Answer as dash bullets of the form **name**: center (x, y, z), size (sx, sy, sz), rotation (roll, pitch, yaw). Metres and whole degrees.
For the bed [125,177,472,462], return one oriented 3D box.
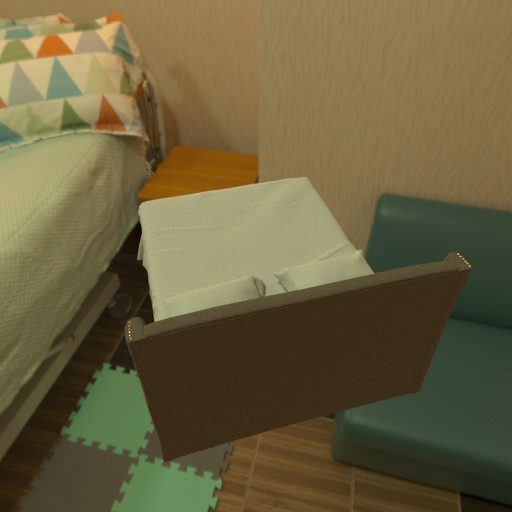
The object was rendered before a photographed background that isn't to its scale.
- **bed**: center (0.000, 0.000, 3.517), size (1.925, 1.332, 2.276), rotation (-11, 43, -12)
